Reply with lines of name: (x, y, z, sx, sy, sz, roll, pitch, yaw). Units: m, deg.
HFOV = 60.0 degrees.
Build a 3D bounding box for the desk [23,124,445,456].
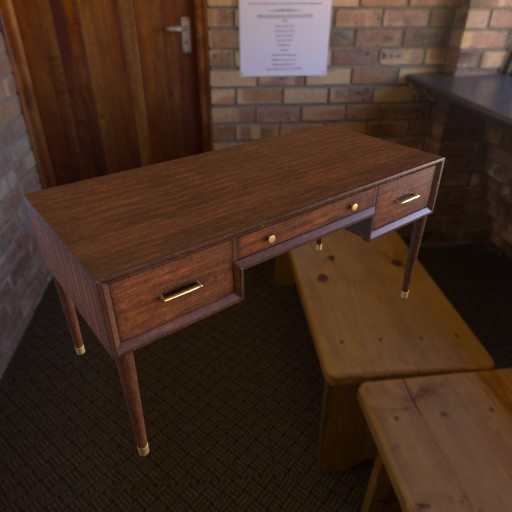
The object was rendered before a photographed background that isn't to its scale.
desk: (0.000, 0.000, 1.970, 1.575, 0.762, 0.724, -22, 37, -32)
